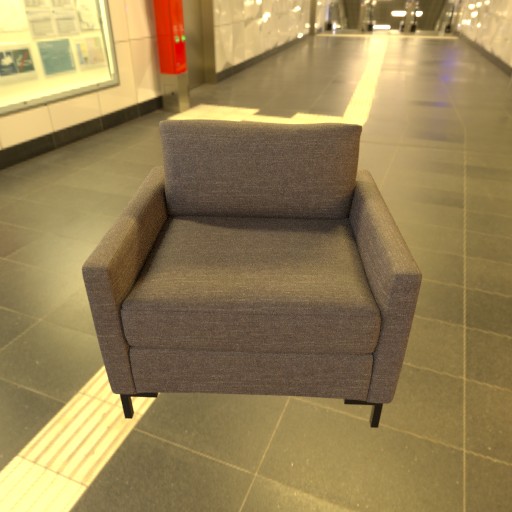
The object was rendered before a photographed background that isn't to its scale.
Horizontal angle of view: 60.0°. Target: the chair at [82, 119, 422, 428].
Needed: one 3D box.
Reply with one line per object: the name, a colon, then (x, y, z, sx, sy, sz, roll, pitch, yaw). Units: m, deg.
chair: (0.000, 0.000, 1.607, 0.940, 0.841, 0.845, 1, 31, 2)
